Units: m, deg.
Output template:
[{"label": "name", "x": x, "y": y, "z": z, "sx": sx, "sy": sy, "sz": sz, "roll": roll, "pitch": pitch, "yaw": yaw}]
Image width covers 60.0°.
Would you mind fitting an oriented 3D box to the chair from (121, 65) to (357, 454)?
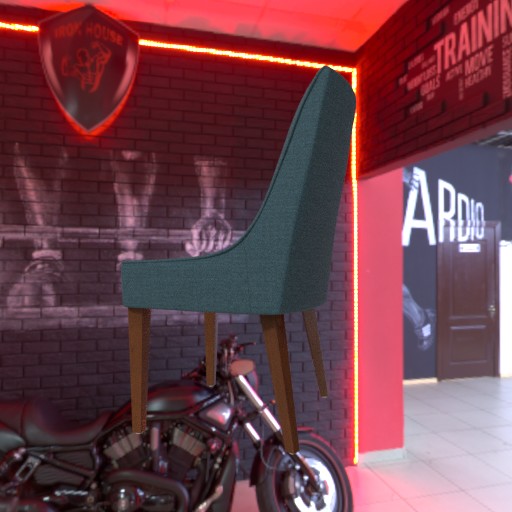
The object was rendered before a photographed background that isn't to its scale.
[{"label": "chair", "x": 0.000, "y": 0.000, "z": 1.221, "sx": 0.544, "sy": 0.861, "sz": 0.529, "roll": 0, "pitch": -1, "yaw": 18}]
